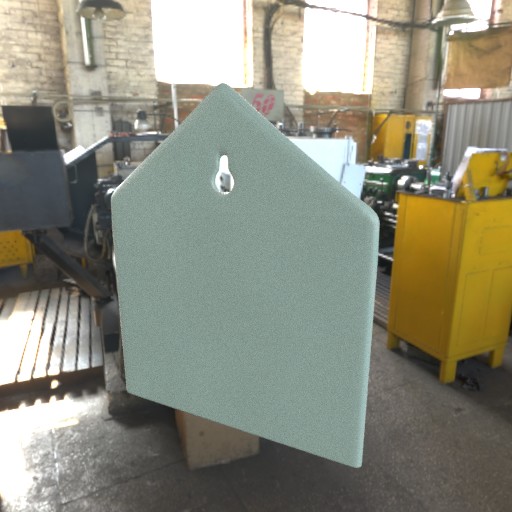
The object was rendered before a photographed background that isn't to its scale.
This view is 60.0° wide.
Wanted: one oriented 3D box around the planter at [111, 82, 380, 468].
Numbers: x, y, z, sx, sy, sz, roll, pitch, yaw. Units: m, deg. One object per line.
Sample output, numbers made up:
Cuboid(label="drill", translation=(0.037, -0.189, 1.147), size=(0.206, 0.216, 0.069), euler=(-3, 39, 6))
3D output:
Cuboid(label="planter", translation=(0.000, 0.000, 0.279), size=(0.164, 0.197, 0.079), euler=(8, 18, 26))
